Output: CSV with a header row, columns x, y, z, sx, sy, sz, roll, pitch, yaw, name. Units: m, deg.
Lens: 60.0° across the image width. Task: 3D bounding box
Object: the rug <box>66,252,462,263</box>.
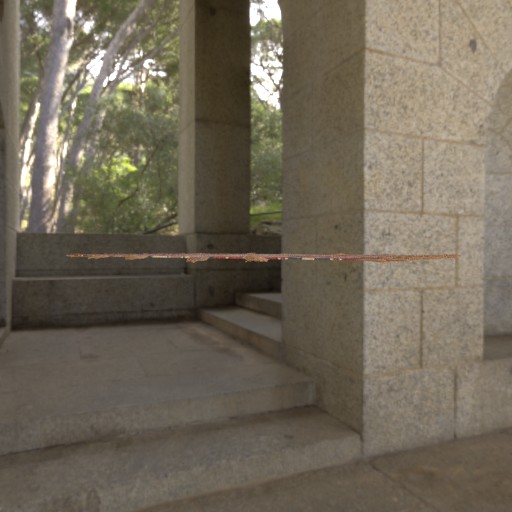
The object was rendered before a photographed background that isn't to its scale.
x,y,z,sx,sy,sz,roll,pitch,yaw,name
0.000,0.000,3.170,2.450,0.048,1.778,1,1,37,rug
